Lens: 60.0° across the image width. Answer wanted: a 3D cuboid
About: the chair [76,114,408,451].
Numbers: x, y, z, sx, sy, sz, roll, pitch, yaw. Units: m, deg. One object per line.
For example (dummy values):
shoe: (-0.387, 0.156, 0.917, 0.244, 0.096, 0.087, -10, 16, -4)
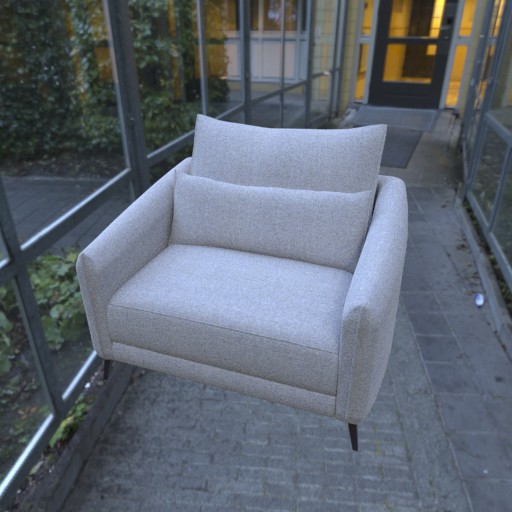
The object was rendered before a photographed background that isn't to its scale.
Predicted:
chair: (0.000, 0.000, 1.616, 1.029, 0.856, 0.801, 9, 29, 17)
